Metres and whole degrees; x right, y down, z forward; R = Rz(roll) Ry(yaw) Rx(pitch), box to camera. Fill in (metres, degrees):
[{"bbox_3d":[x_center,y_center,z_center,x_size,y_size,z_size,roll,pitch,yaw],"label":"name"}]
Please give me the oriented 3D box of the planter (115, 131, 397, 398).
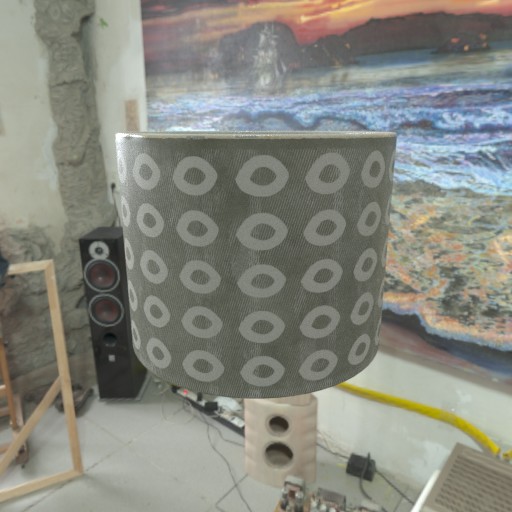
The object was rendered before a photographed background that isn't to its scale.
[{"bbox_3d":[0.000,0.000,0.443,0.250,0.239,0.250,0,16,0],"label":"planter"}]
